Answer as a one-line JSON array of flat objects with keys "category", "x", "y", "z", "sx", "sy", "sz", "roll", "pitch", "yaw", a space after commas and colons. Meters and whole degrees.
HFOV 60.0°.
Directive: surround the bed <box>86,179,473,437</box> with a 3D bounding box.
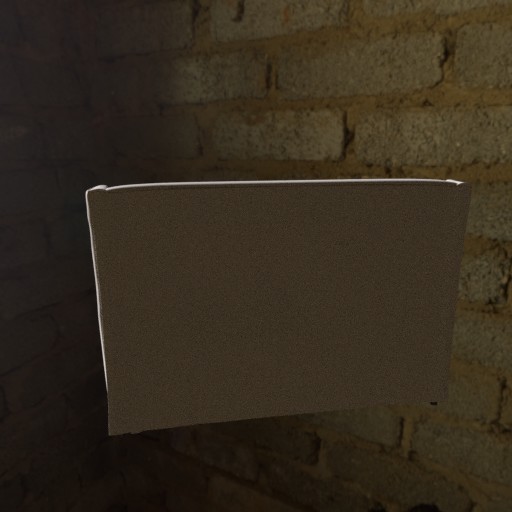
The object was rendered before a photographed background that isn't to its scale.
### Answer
[{"category": "bed", "x": 0.000, "y": 0.000, "z": 3.355, "sx": 1.925, "sy": 1.332, "sz": 2.276, "roll": -2, "pitch": 15, "yaw": -9}]
